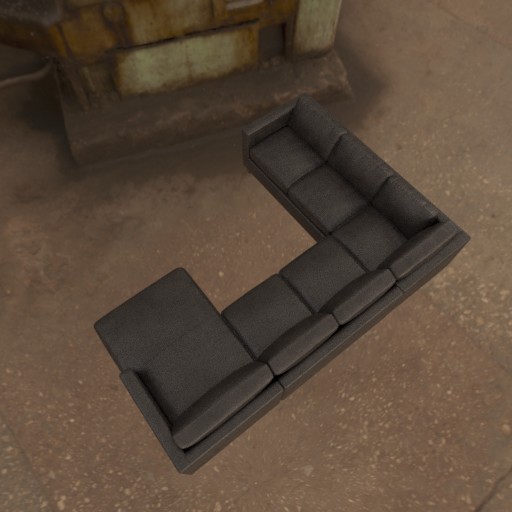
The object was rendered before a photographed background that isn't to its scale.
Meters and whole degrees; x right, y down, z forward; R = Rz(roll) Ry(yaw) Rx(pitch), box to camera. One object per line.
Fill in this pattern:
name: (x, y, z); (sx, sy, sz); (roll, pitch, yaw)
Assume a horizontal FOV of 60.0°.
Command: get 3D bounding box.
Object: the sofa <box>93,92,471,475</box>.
sofa: (0.000, 0.000, 4.463); (3.324, 0.891, 2.452); (-34, 68, -16)
